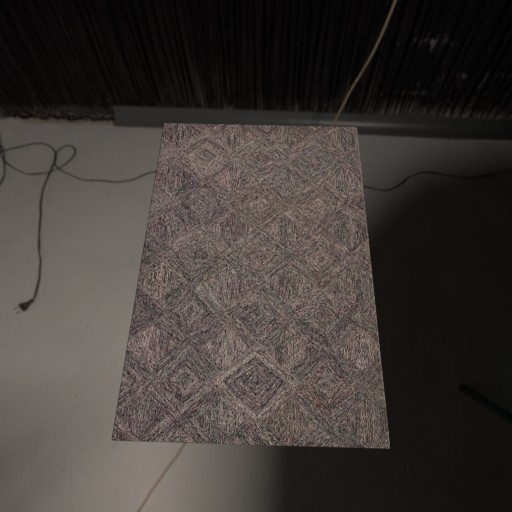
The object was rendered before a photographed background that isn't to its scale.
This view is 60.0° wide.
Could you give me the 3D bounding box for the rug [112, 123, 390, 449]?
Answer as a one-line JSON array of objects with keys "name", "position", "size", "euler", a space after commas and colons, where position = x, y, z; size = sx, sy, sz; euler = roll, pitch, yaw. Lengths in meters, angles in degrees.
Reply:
[{"name": "rug", "position": [0.000, 0.000, 2.922], "size": [1.501, 0.017, 2.298], "euler": [1, 62, 1]}]
